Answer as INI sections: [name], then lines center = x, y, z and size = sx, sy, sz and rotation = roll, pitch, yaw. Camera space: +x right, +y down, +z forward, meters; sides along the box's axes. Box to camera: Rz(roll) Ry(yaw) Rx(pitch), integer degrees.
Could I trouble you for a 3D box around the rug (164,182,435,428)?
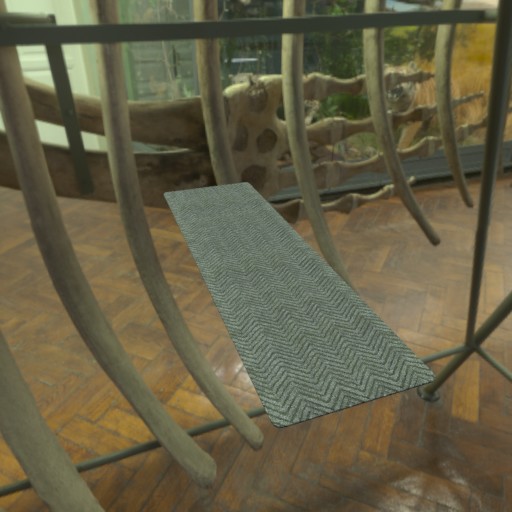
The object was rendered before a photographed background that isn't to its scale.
[rug]
center = 0.000, 0.000, 2.550
size = 0.686, 0.008, 2.286
rotation = -10, 32, -17
